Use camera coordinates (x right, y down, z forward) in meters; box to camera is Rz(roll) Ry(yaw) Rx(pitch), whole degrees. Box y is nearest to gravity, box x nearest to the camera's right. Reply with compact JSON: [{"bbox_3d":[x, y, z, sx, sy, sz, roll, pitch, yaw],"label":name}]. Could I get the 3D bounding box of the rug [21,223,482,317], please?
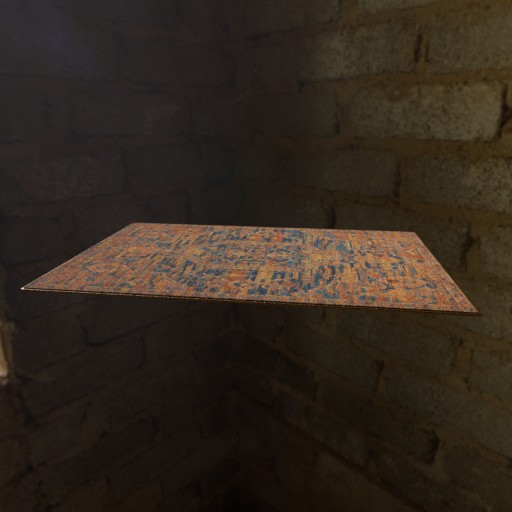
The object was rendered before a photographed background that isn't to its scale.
[{"bbox_3d":[0.000,0.000,1.080,0.863,0.008,0.557,2,18,7],"label":"rug"}]
